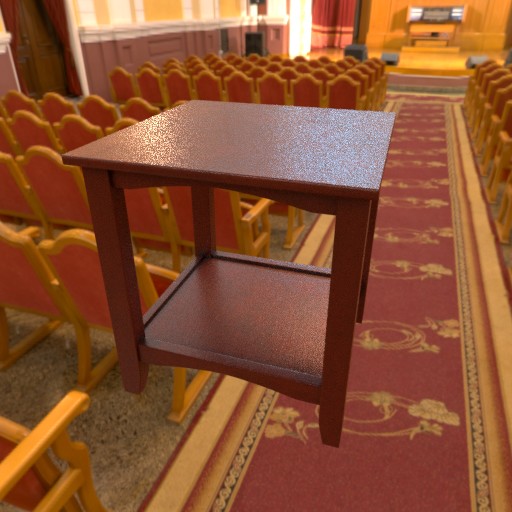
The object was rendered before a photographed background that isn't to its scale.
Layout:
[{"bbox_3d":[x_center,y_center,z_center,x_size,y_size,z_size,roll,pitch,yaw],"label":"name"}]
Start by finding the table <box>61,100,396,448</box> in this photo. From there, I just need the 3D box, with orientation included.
[{"bbox_3d":[0.000,0.000,0.993,0.523,0.558,0.522,10,31,18],"label":"table"}]
